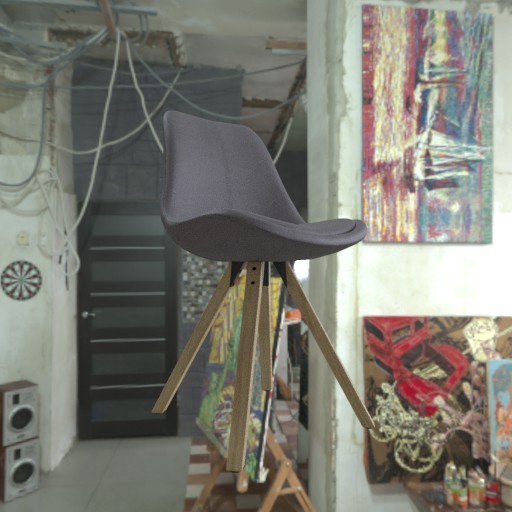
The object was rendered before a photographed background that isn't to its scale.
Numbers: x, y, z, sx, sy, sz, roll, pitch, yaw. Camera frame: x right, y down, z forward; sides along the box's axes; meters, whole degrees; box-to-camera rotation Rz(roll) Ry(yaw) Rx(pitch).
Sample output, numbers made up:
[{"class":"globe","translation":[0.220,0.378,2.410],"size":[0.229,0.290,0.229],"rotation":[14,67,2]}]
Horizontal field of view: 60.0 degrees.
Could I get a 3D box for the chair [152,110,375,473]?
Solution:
[{"class":"chair","translation":[0.000,0.000,1.179],"size":[0.483,0.865,0.547],"rotation":[1,-1,-36]}]
